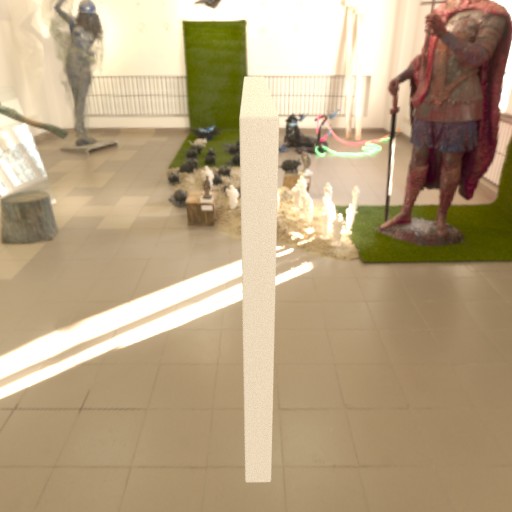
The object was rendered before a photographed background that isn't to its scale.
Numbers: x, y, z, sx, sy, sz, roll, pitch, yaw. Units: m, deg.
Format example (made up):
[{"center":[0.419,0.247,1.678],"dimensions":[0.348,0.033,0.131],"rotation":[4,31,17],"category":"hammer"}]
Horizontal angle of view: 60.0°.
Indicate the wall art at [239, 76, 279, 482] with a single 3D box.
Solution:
[{"center":[0.000,0.000,0.540],"dimensions":[0.028,0.381,0.331],"rotation":[0,27,-1],"category":"wall art"}]
